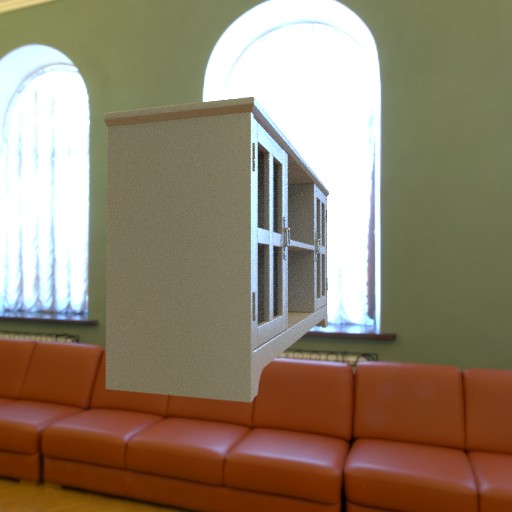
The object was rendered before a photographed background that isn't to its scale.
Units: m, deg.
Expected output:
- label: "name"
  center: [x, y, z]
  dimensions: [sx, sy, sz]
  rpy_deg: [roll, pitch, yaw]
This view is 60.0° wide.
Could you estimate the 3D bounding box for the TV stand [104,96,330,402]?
- label: "TV stand"
  center: [0.000, 0.000, 1.471]
  dimensions: [0.344, 0.603, 1.167]
  rpy_deg: [0, -1, 17]
